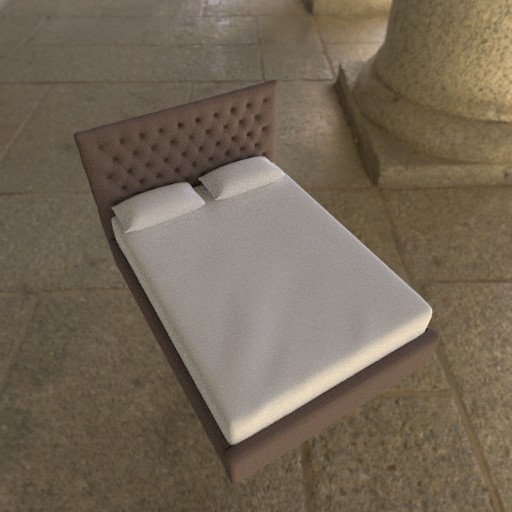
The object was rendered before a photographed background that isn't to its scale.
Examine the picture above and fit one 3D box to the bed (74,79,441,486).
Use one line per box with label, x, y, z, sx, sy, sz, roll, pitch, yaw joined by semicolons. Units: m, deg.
bed;0.000;0.000;3.244;1.696;1.426;2.233;-23;50;-21
